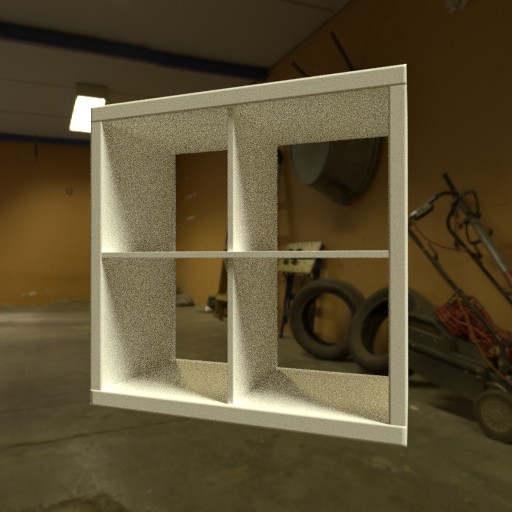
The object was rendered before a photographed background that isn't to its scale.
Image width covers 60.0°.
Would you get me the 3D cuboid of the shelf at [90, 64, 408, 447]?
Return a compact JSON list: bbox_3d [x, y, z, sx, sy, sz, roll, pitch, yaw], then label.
[{"bbox_3d":[0.000,0.000,1.224,0.790,0.786,0.390,0,0,19],"label":"shelf"}]
